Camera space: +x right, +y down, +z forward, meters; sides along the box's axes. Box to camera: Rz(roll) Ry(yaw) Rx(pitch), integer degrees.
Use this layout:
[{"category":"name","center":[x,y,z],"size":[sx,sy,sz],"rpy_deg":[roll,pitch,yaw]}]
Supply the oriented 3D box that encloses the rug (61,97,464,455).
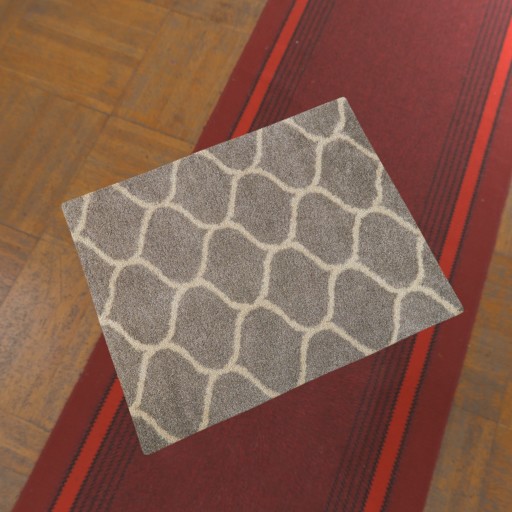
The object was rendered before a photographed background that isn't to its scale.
[{"category":"rug","center":[0.000,0.000,4.060],"size":[3.000,0.026,2.399],"rpy_deg":[-22,75,-6]}]
